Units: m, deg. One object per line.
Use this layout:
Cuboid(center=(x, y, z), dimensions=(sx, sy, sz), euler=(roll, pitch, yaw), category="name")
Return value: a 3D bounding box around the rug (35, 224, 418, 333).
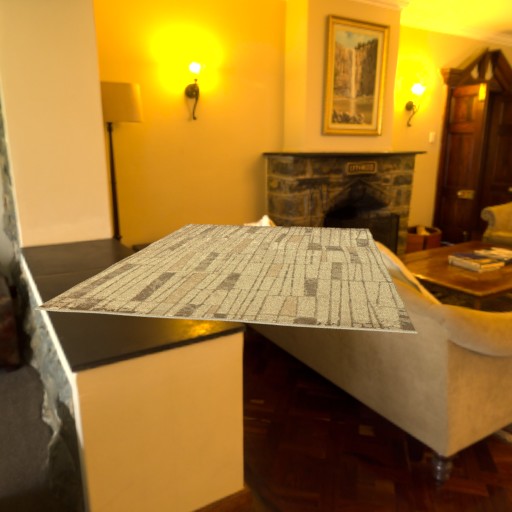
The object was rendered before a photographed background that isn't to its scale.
Cuboid(center=(0.000, 0.000, 4.357), dimensions=(2.449, 0.019, 3.357), euler=(2, 14, 9), category="rug")
